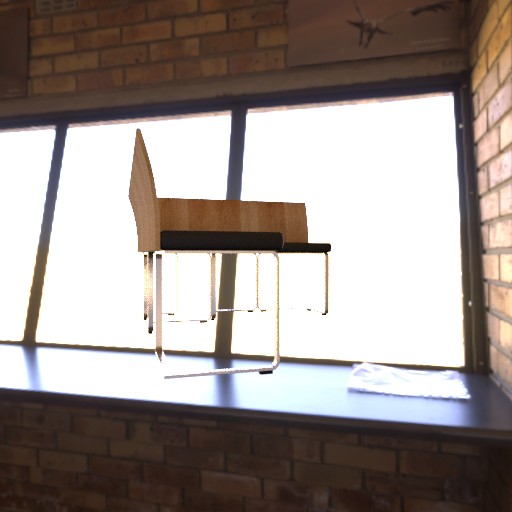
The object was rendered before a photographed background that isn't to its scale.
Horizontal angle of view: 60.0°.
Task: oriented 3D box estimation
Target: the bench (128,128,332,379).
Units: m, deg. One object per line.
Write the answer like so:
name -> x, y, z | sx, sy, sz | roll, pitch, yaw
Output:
bench -> 0.000, 0.000, 2.739 | 1.495, 0.930, 1.945 | 0, 0, -17
